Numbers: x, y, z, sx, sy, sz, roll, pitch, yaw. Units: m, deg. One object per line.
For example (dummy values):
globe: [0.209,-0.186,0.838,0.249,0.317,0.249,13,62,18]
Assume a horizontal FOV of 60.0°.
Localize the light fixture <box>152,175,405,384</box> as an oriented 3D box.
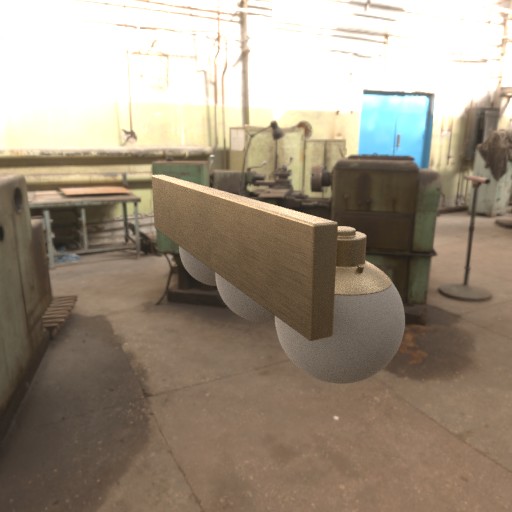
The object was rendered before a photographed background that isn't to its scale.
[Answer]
light fixture: [0.000,0.000,0.849,0.218,0.263,0.721,-7,16,-25]
